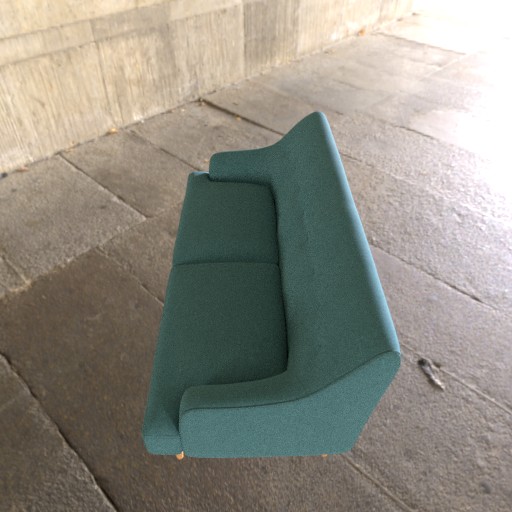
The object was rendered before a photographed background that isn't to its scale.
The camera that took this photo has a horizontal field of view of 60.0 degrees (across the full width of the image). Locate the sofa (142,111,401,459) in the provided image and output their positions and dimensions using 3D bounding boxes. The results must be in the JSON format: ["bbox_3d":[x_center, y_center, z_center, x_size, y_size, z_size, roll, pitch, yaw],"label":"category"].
[{"bbox_3d":[0.000,0.000,2.494,0.978,0.871,2.057,-1,41,-1],"label":"sofa"}]
